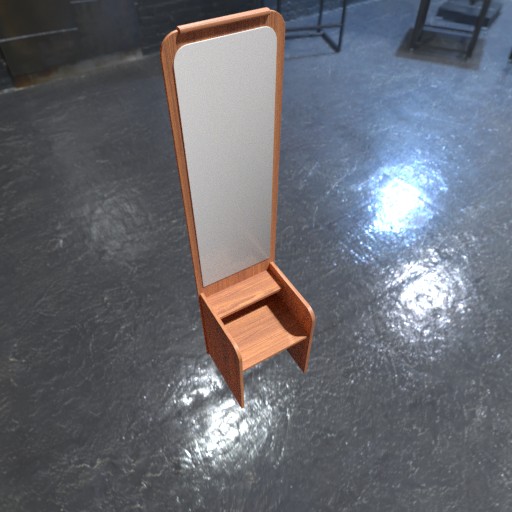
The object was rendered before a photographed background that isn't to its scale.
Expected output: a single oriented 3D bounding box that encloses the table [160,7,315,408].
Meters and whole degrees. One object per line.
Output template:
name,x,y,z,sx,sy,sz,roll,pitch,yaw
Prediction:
table,0.000,0.000,1.936,0.450,1.830,0.420,-24,52,-20
